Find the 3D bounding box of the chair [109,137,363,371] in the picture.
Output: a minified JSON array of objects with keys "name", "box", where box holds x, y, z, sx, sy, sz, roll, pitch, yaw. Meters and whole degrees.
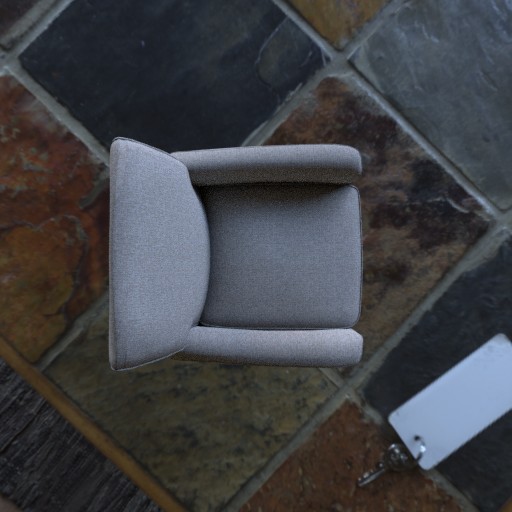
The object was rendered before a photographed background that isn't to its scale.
[{"name":"chair","box":[0.000,0.000,1.738,0.864,1.014,0.848,0,89,0]}]
